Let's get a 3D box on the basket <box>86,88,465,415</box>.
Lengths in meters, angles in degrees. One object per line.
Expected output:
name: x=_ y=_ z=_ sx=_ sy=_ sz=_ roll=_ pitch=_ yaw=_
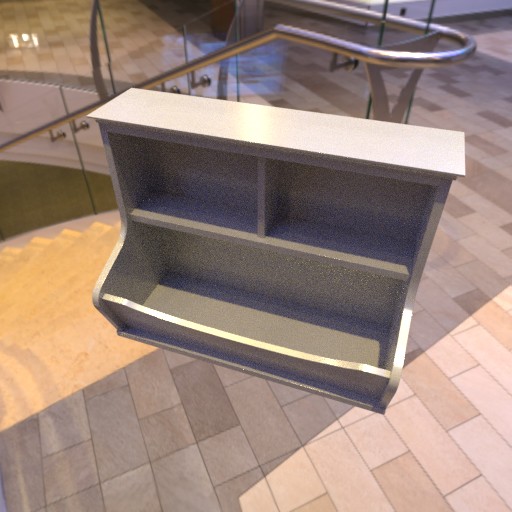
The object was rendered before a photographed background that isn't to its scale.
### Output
basket: x=0.000 y=0.000 z=1.071 sx=0.780 sy=0.600 sz=0.350 roll=13 pitch=42 yaw=15
